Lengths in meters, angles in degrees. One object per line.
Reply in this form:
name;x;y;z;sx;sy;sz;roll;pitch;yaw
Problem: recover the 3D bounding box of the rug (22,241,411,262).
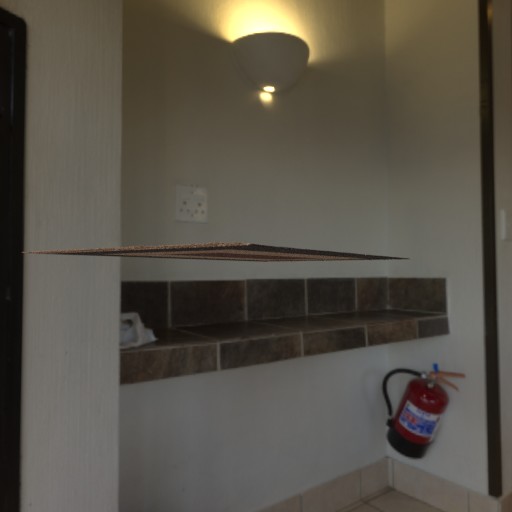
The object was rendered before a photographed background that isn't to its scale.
rug;0.000;0.000;1.888;0.920;0.013;1.541;-1;-3;34
